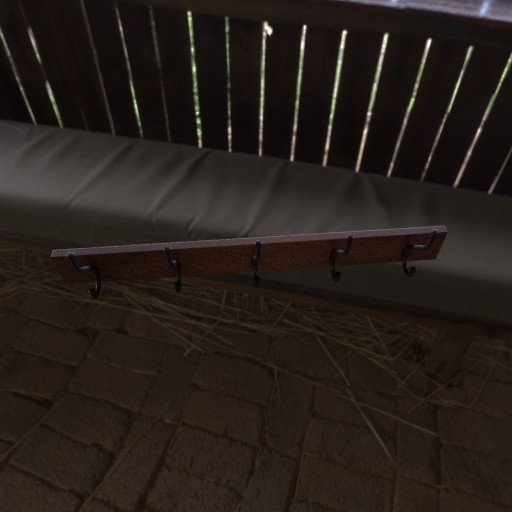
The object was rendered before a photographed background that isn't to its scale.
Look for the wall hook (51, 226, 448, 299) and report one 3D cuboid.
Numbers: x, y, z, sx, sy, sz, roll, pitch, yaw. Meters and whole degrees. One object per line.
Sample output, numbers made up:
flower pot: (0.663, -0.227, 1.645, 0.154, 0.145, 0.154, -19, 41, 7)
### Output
wall hook: (0.000, 0.000, 0.623, 0.571, 0.117, 0.071, -4, 47, -3)
